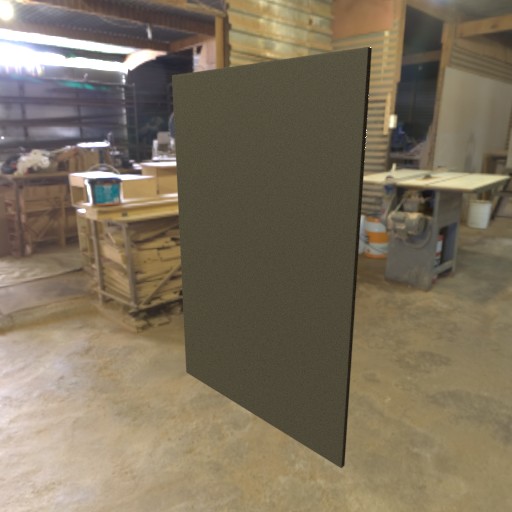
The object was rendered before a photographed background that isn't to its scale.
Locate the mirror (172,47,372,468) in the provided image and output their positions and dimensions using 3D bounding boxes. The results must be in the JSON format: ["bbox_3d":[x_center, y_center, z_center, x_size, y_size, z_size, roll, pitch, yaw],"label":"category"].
[{"bbox_3d":[0.000,0.000,1.144,0.039,0.914,0.613,-15,22,-43],"label":"mirror"}]
